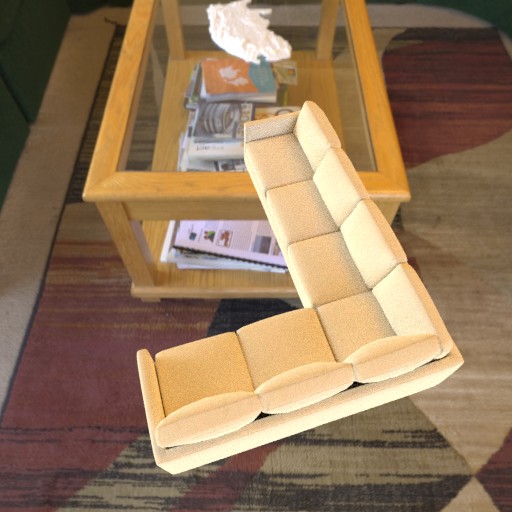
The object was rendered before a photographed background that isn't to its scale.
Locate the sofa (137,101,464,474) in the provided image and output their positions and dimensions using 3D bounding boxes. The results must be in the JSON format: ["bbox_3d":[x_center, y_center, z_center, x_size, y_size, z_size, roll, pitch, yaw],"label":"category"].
[{"bbox_3d":[0.000,0.000,4.426,2.593,0.947,3.302,-15,59,-9],"label":"sofa"}]
